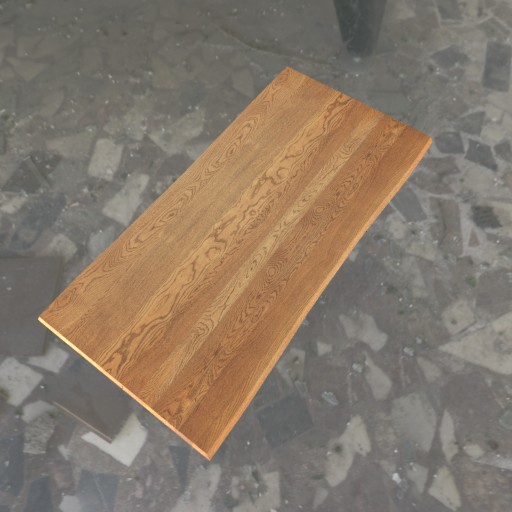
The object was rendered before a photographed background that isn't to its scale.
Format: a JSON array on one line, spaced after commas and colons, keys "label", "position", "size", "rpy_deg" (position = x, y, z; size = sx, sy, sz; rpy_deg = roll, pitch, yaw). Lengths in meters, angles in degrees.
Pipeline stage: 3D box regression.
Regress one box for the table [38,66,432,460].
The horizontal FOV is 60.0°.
[{"label": "table", "position": [0.000, 0.000, 2.329], "size": [0.900, 0.770, 1.800], "rpy_deg": [33, 67, 15]}]
